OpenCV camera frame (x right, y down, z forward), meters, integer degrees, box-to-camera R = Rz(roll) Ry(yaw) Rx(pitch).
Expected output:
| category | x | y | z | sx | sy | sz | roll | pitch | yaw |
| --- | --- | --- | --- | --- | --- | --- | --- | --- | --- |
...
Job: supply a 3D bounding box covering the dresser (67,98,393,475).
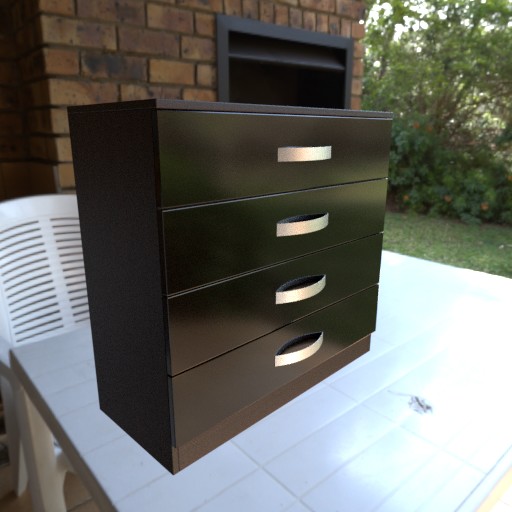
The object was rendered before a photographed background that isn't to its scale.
| category | x | y | z | sx | sy | sz | roll | pitch | yaw |
| --- | --- | --- | --- | --- | --- | --- | --- | --- | --- |
| dresser | 0.000 | 0.000 | 1.148 | 0.360 | 0.720 | 0.750 | 15 | 22 | 43 |
